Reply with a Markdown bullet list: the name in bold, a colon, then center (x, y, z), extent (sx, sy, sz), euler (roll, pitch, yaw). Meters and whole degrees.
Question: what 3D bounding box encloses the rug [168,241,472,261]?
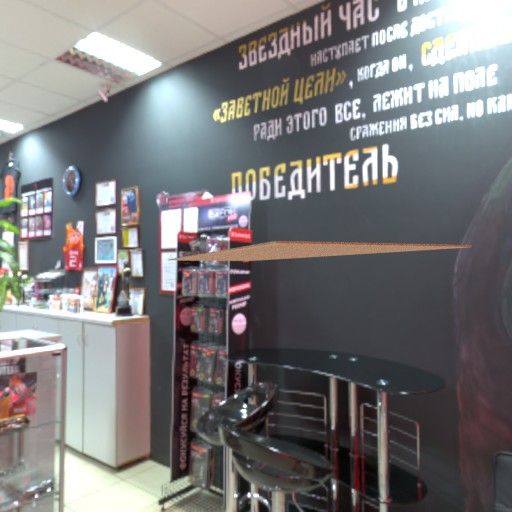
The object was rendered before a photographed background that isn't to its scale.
- **rug**: center (0.000, 0.000, 2.501), extent (0.686, 0.006, 2.437), euler (1, -2, -18)
